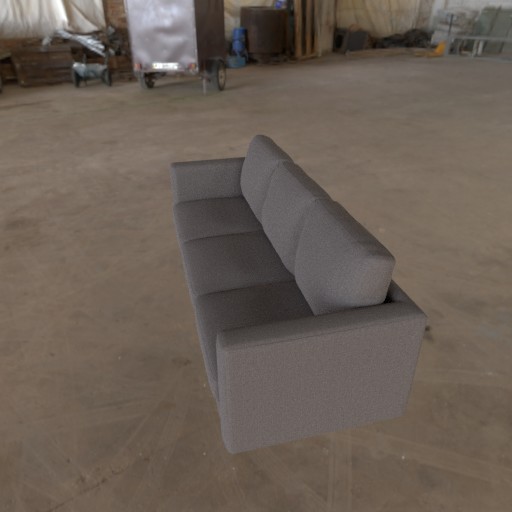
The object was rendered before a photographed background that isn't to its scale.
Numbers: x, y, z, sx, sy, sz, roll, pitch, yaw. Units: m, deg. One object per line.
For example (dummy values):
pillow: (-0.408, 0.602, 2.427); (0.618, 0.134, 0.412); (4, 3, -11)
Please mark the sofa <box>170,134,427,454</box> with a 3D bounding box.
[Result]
sofa: (0.000, 0.000, 2.499); (0.802, 0.912, 2.029); (-7, 31, -12)
